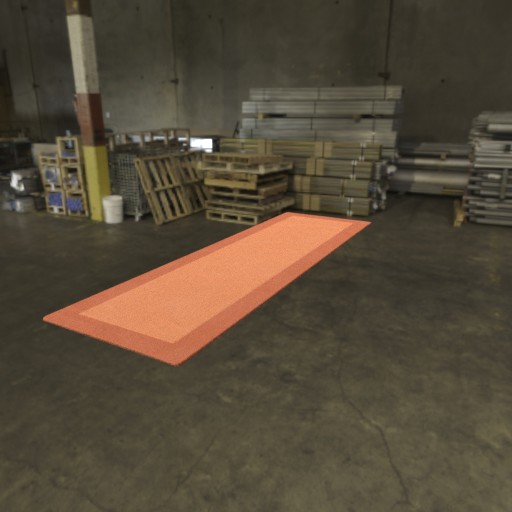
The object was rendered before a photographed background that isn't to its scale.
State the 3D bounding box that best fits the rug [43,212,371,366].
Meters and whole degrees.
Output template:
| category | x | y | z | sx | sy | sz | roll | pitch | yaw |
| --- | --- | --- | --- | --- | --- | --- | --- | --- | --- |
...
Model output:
| category | x | y | z | sx | sy | sz | roll | pitch | yaw |
| --- | --- | --- | --- | --- | --- | --- | --- | --- | --- |
| rug | 0.000 | 0.000 | 2.738 | 0.914 | 0.013 | 2.471 | 9 | 20 | 25 |
